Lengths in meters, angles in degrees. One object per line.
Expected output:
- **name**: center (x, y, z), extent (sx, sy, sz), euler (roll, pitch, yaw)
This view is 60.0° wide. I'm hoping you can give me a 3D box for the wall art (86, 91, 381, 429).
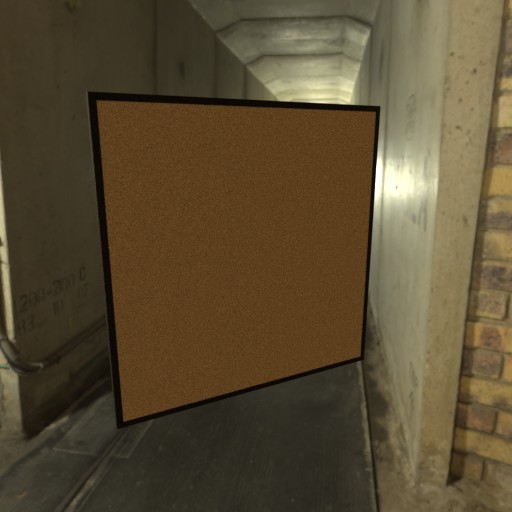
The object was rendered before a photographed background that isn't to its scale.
- **wall art**: center (0.000, 0.000, 0.688), extent (0.457, 0.458, 0.012), euler (-7, 16, -27)
